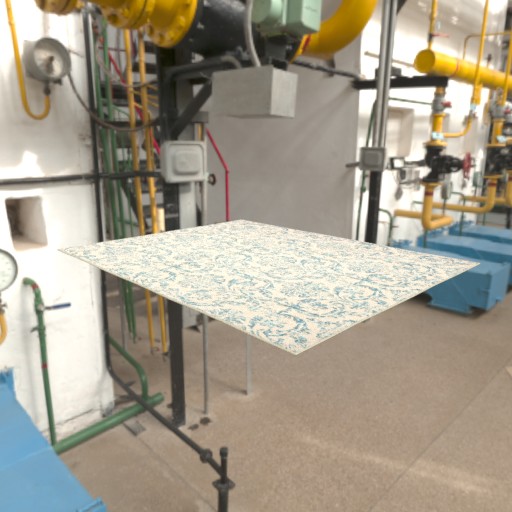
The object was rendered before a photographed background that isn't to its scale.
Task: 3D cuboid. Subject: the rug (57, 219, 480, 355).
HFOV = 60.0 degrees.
[{"bbox_3d":[0.000,0.000,3.959,2.363,0.012,2.980,-14,20,-42],"label":"rug"}]
